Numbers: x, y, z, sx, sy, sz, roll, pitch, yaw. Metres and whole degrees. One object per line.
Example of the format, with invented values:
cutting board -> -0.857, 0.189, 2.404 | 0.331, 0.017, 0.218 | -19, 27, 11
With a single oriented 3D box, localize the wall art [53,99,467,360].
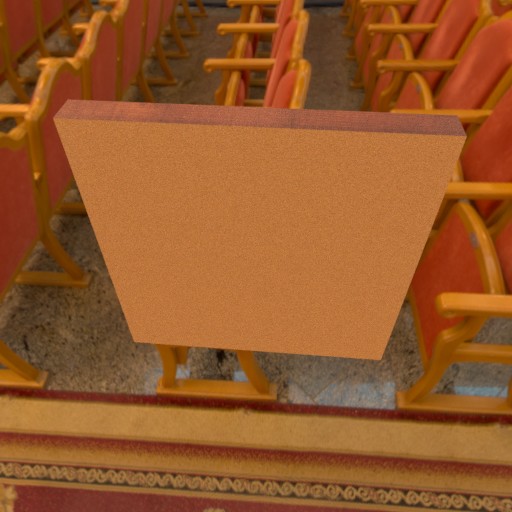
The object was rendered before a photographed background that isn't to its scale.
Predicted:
wall art -> 0.000, 0.000, 0.564 | 0.386, 0.385, 0.038 | 3, 46, 3
